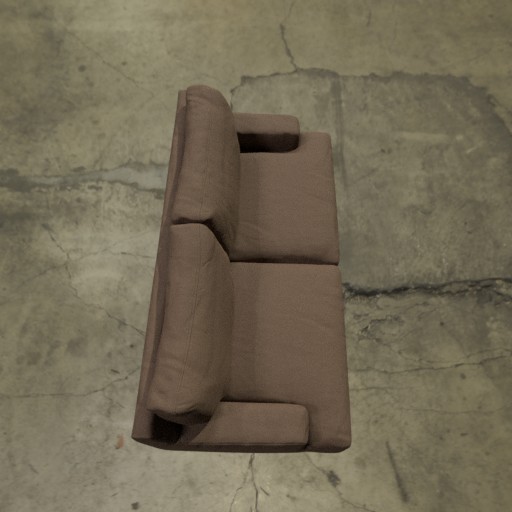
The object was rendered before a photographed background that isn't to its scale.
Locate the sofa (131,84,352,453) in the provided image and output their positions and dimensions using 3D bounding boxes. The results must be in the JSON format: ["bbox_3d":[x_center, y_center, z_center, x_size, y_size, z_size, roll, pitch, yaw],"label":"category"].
[{"bbox_3d":[0.000,0.000,2.822,1.140,0.950,2.274,1,63,1],"label":"sofa"}]
